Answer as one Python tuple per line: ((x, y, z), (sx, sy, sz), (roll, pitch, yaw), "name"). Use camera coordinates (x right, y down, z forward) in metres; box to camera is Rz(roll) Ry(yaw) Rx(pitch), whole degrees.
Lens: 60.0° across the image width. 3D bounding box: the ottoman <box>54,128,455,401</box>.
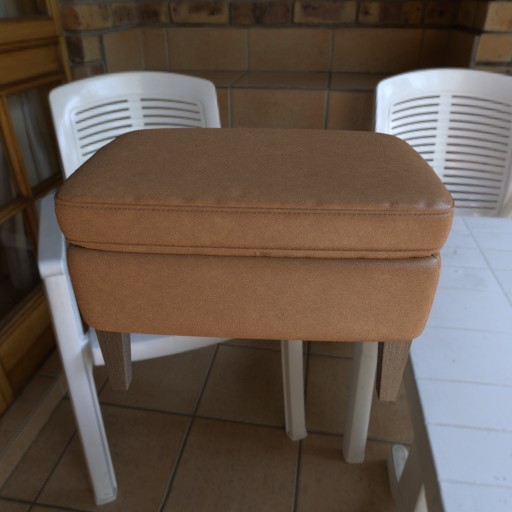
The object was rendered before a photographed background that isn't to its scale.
((0.000, 0.000, 0.961), (0.670, 0.480, 0.420), (2, 31, 3), "ottoman")
